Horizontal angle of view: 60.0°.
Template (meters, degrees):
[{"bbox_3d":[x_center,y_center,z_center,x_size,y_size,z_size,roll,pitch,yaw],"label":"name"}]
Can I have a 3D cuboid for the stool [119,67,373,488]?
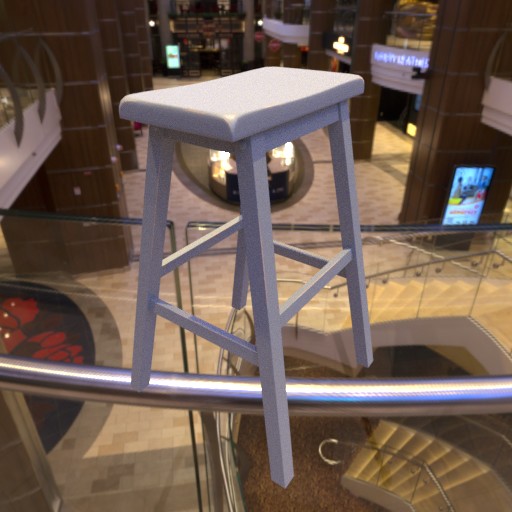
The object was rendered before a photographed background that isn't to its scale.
[{"bbox_3d":[0.000,0.000,1.007,0.476,0.737,0.457,20,36,30],"label":"stool"}]
